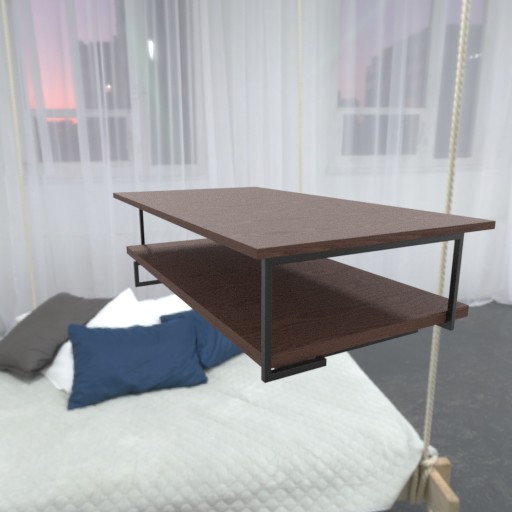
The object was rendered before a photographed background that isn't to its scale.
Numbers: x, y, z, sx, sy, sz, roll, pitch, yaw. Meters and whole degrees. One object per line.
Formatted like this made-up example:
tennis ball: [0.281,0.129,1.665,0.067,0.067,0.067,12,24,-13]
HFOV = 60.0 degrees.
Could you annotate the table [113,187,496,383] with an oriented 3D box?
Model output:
table: [0.000,0.000,1.456,0.651,0.347,1.197,-7,15,-28]
